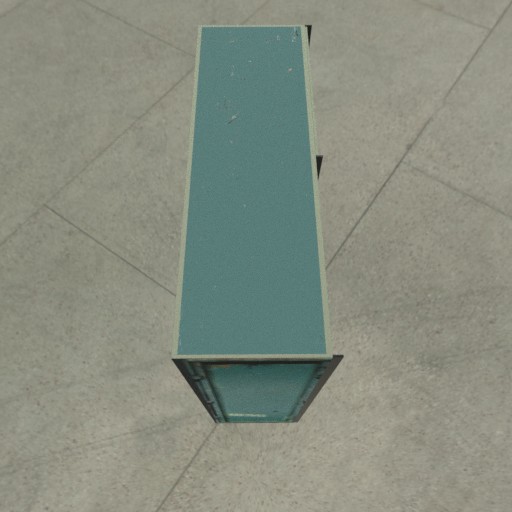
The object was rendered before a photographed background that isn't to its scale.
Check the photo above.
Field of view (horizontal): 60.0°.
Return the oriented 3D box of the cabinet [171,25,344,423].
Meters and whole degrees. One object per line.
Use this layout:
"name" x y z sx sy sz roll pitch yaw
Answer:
"cabinet" 0.000 0.000 3.157 0.680 2.160 2.000 0 63 0
